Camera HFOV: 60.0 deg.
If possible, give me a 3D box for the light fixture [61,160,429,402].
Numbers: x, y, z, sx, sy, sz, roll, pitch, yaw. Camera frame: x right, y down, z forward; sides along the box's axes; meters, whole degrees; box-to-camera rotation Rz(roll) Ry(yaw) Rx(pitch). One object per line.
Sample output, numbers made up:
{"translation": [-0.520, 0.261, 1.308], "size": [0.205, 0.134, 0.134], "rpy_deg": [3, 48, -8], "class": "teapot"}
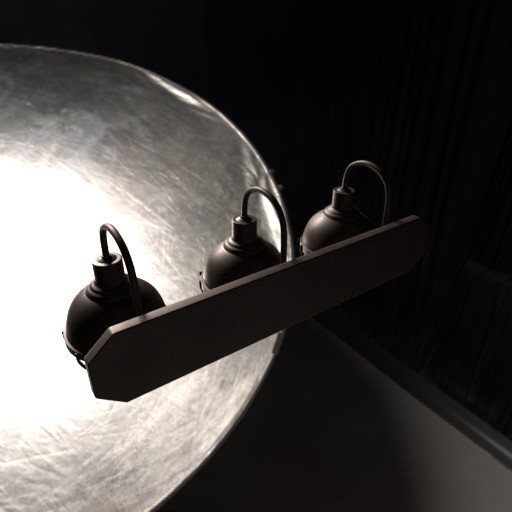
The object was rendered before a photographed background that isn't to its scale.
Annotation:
{"translation": [0.000, 0.000, 0.753], "size": [0.634, 0.254, 0.229], "rpy_deg": [-19, 34, -30], "class": "light fixture"}
